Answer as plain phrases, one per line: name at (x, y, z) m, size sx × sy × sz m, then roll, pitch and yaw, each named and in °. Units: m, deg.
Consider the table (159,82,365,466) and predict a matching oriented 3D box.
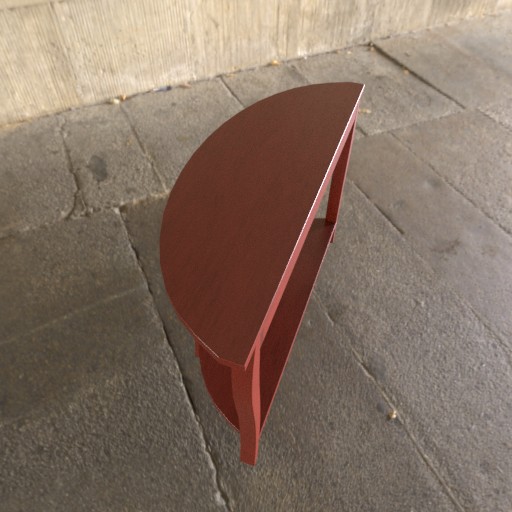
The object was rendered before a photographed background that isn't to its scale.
table at (0.000, 0.000, 1.587) m, size 0.405 × 0.779 × 1.219 m, roll 15°, pitch 50°, yaw 13°
